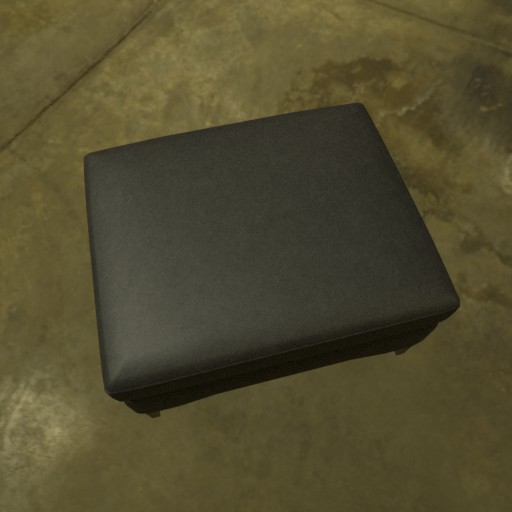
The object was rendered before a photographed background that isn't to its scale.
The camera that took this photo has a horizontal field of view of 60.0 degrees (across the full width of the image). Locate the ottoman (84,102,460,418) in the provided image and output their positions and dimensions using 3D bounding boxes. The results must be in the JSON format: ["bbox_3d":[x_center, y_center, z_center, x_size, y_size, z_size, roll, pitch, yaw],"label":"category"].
[{"bbox_3d":[0.000,0.000,1.830,1.187,0.696,0.967,-13,63,-6],"label":"ottoman"}]
